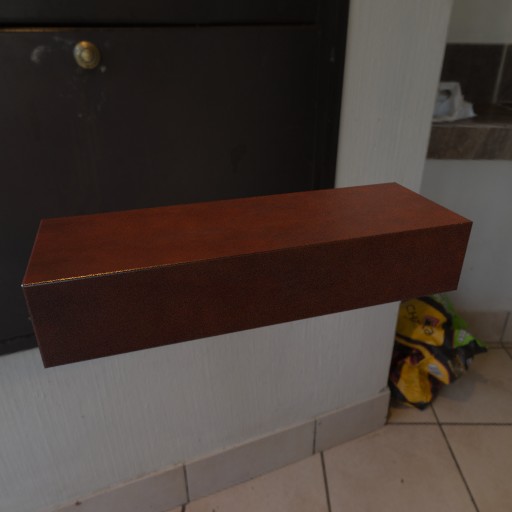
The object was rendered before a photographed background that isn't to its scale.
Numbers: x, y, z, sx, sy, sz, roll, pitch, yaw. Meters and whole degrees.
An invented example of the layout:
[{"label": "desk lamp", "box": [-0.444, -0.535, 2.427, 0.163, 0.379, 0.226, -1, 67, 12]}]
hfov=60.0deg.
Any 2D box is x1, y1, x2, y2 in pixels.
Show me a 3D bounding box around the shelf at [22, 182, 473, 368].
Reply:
[{"label": "shelf", "box": [0.000, 0.000, 0.514, 0.457, 0.088, 0.152, -8, 28, -16]}]
